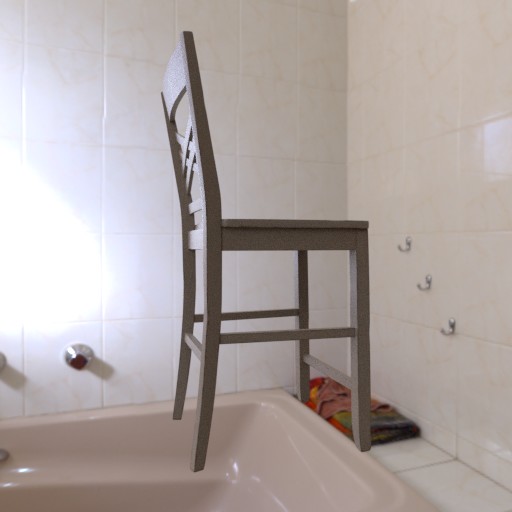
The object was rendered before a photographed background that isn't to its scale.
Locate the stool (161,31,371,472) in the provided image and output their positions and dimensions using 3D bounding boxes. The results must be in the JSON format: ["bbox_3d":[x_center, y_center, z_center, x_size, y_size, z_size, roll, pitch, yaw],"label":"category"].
[{"bbox_3d":[0.000,0.000,1.349,0.539,1.079,0.462,0,1,-18],"label":"stool"}]
